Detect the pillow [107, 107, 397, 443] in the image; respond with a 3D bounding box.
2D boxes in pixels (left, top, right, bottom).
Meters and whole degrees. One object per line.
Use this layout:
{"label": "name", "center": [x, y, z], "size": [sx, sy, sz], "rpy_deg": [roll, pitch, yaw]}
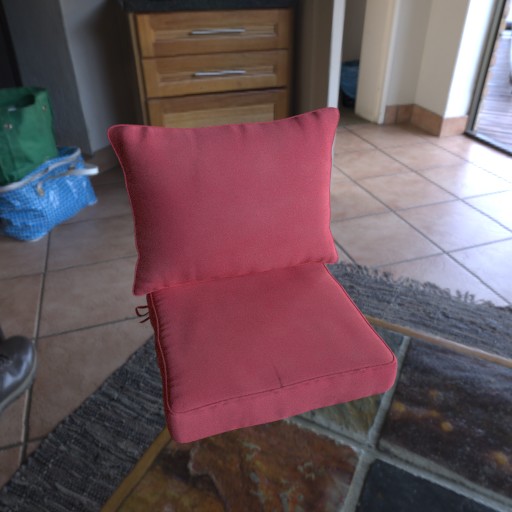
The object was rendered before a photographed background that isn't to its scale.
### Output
{"label": "pillow", "center": [0.000, 0.000, 1.386], "size": [0.798, 0.725, 0.733], "rpy_deg": [-9, 34, -14]}
